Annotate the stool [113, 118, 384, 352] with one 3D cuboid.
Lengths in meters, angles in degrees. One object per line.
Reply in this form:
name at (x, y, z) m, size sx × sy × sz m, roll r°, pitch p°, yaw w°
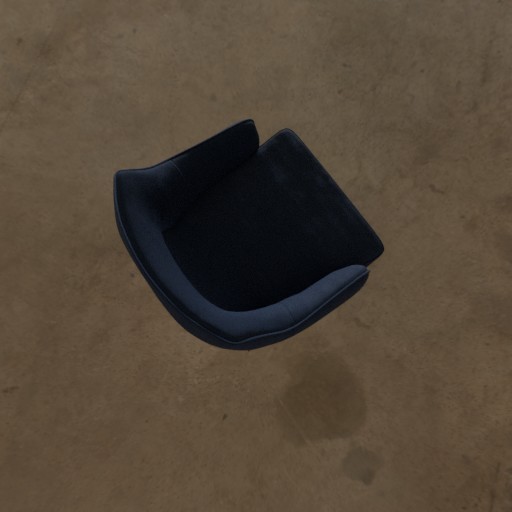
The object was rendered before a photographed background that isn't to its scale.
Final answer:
stool at (0.000, 0.000, 1.391) m, size 0.560 × 1.041 × 0.550 m, roll -34°, pitch 79°, yaw -8°
